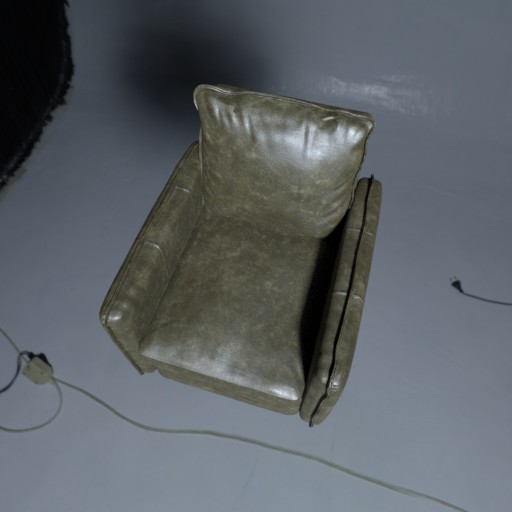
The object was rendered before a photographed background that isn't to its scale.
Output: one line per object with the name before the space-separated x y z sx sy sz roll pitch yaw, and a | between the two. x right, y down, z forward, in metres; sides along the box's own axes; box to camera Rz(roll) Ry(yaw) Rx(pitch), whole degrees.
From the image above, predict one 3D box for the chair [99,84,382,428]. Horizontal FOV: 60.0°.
chair | 0.000 0.000 1.631 0.830 0.921 0.921 14 60 9
